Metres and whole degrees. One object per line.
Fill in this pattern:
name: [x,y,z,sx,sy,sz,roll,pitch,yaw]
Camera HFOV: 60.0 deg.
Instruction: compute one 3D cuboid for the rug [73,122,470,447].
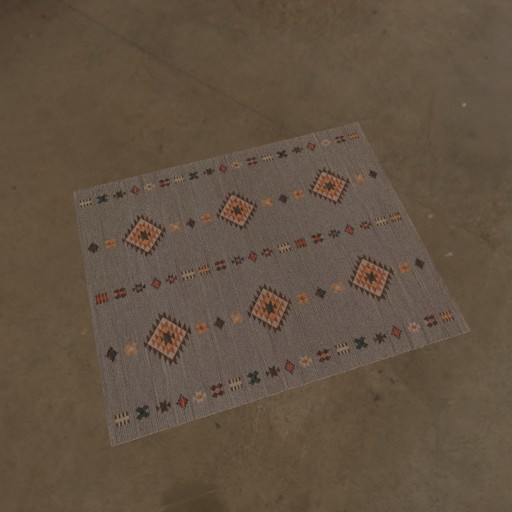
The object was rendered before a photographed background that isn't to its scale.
rug: [0.000,0.000,4.054,3.035,0.008,2.425,-16,65,-8]
